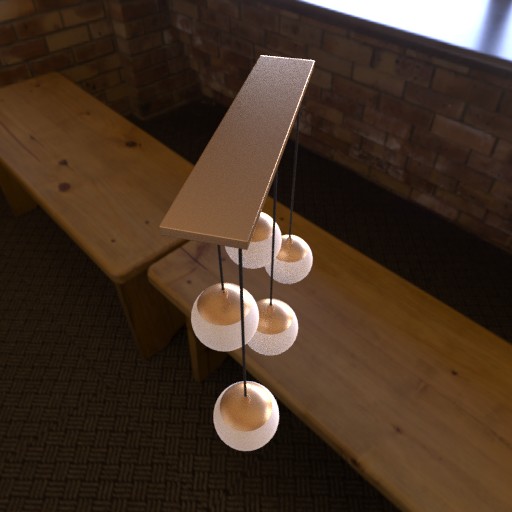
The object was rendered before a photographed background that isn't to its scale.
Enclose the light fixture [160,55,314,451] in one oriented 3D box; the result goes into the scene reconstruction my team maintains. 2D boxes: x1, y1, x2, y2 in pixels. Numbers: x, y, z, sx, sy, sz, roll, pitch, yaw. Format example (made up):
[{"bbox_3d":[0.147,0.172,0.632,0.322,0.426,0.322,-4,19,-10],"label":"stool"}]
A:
[{"bbox_3d":[0.000,0.000,1.322,0.299,0.869,0.863,10,46,10],"label":"light fixture"}]
